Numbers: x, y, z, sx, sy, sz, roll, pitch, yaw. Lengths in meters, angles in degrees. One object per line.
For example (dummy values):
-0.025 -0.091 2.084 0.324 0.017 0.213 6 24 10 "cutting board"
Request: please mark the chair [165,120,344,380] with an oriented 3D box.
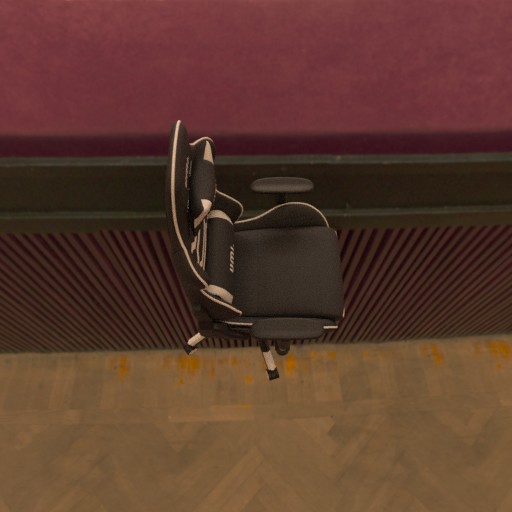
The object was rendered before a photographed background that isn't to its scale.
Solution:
0.000 0.000 1.668 0.700 1.240 0.700 0 64 0 "chair"
